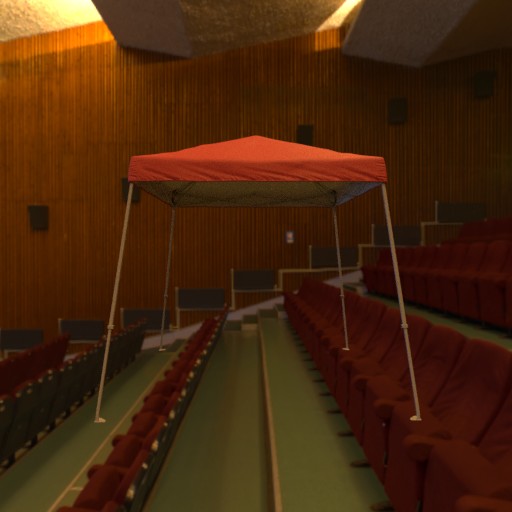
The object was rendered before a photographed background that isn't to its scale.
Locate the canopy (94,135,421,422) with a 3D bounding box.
[{"bbox_3d":[0.000,0.000,6.651,3.599,3.600,3.600,0,1,-1],"label":"canopy"}]
